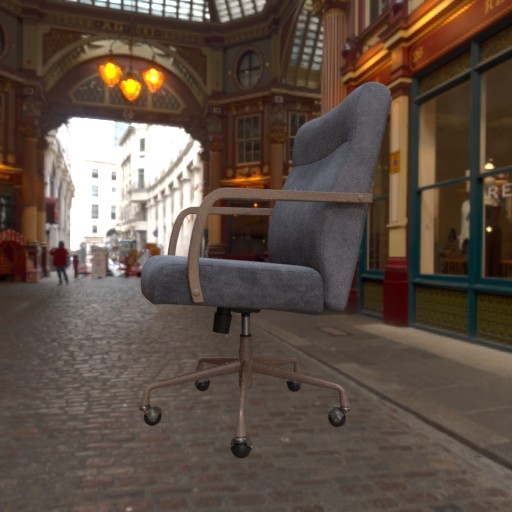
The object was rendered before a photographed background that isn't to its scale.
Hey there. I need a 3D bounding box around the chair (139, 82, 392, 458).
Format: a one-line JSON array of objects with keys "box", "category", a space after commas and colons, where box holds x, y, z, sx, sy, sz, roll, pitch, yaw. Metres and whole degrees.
[{"box": [0.000, 0.000, 1.439, 0.741, 1.029, 0.640, 0, 1, -17], "category": "chair"}]
